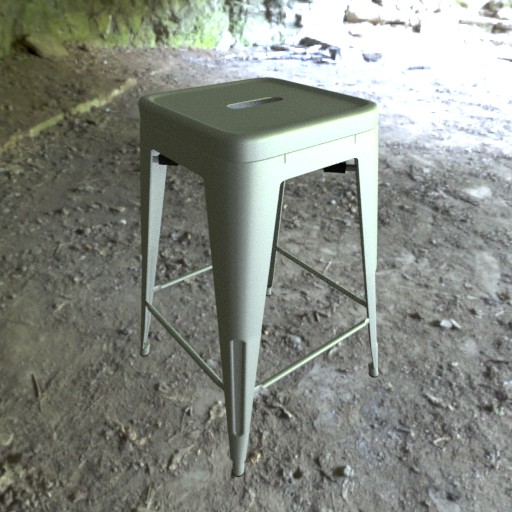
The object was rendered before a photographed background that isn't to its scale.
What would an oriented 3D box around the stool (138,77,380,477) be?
[{"bbox_3d":[0.000,0.000,0.891,0.410,0.608,0.410,-23,39,-31],"label":"stool"}]
